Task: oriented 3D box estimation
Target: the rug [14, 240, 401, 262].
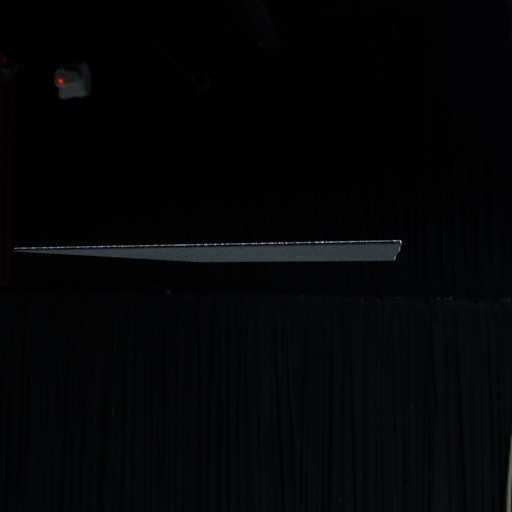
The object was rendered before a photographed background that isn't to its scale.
[{"bbox_3d":[0.000,0.000,4.035,2.456,0.021,3.042,-1,-2,17],"label":"rug"}]
